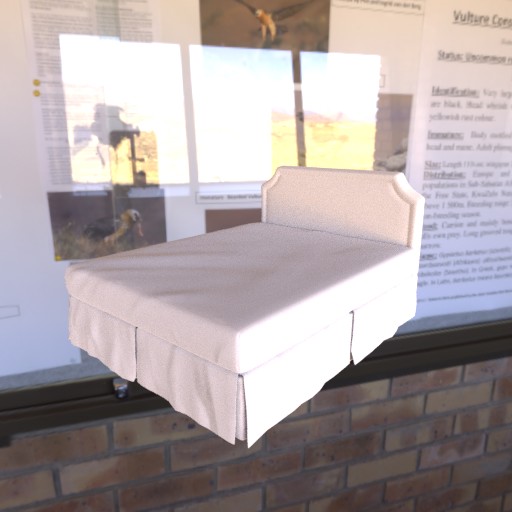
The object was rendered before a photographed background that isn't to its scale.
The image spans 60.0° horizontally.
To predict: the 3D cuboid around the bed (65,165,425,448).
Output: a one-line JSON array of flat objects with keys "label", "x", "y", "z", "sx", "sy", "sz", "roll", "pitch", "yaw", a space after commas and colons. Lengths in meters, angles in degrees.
[{"label": "bed", "x": 0.000, "y": 0.000, "z": 3.685, "sx": 1.977, "sy": 1.293, "sz": 2.498, "roll": 13, "pitch": 20, "yaw": 39}]
